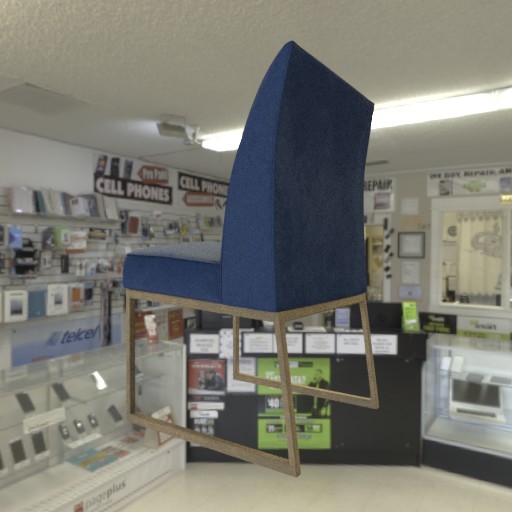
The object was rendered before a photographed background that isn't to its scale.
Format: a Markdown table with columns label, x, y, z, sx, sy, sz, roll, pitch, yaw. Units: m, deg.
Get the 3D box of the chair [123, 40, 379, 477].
| label | x | y | z | sx | sy | sz | roll | pitch | yaw |
| --- | --- | --- | --- | --- | --- | --- | --- | --- | --- |
| chair | 0.000 | 0.000 | 1.208 | 0.522 | 0.863 | 0.508 | 1 | 1 | 35 |
